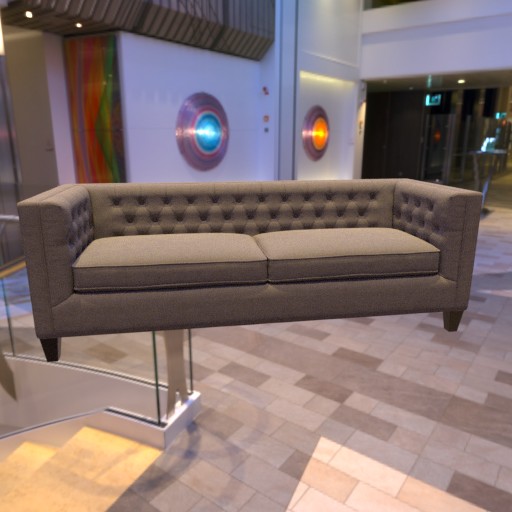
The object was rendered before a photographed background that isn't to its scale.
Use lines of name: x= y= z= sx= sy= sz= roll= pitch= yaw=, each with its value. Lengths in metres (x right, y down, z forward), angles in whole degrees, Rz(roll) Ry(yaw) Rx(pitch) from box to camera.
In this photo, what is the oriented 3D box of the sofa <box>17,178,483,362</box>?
sofa: x=0.000 y=0.000 z=2.480 sx=2.159 sy=0.762 sz=0.775 roll=-2 pitch=15 yaw=-9
